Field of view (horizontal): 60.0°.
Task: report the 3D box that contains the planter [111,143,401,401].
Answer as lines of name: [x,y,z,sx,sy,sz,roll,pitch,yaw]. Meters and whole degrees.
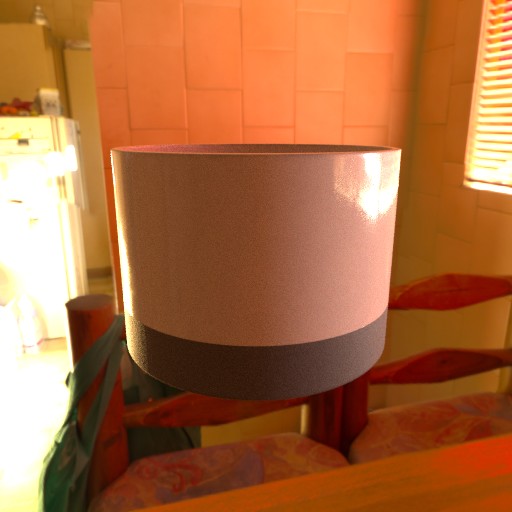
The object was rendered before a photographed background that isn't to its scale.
planter: [0.000,0.000,0.219,0.128,0.105,0.128,0,16,0]
